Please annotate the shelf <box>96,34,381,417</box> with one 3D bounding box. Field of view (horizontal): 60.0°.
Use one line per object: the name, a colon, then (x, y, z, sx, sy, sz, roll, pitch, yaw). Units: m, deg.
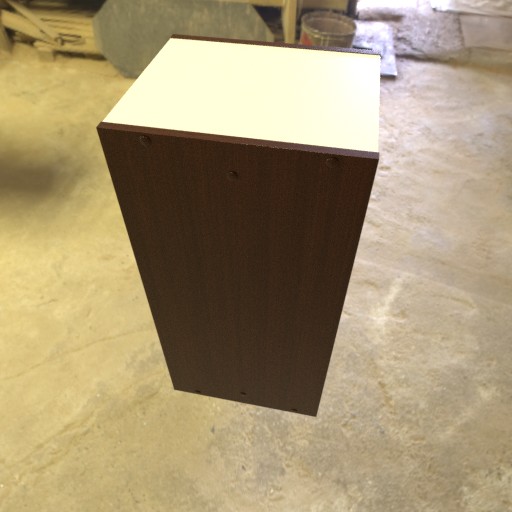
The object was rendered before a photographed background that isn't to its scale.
shelf: (0.000, 0.000, 0.746, 0.290, 0.600, 0.253, 8, 48, 8)
